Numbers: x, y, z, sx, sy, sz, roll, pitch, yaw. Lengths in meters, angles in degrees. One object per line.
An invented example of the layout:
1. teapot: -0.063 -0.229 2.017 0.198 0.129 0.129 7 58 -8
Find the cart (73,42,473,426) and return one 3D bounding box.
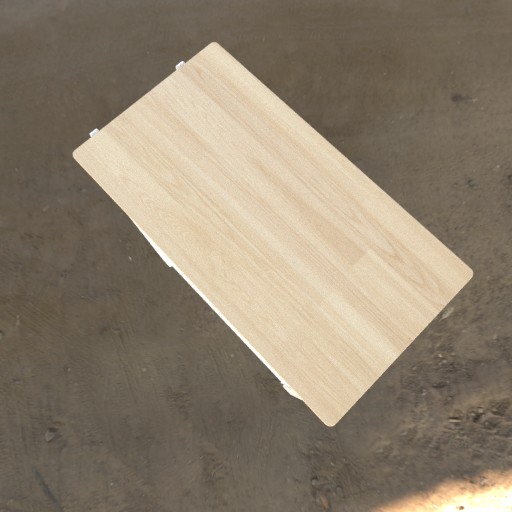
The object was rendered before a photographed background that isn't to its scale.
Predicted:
1. cart: 0.000 0.000 1.449 0.457 0.927 0.899 -43 79 -11
